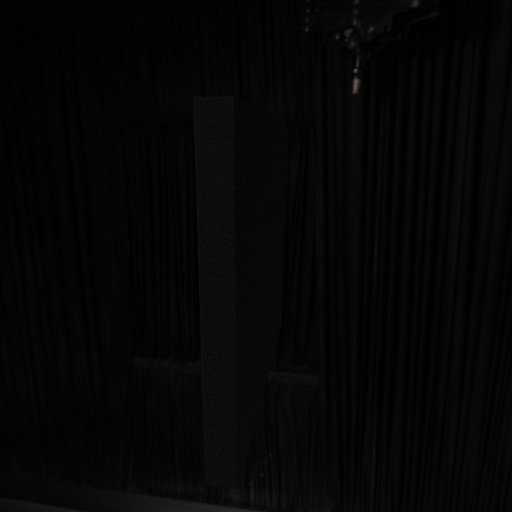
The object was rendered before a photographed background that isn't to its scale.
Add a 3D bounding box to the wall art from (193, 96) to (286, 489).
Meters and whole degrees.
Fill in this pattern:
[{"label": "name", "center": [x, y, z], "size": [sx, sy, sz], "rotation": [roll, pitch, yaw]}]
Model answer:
[{"label": "wall art", "center": [0.000, 0.000, 0.537], "size": [0.031, 0.330, 0.381], "rotation": [2, 15, 9]}]
